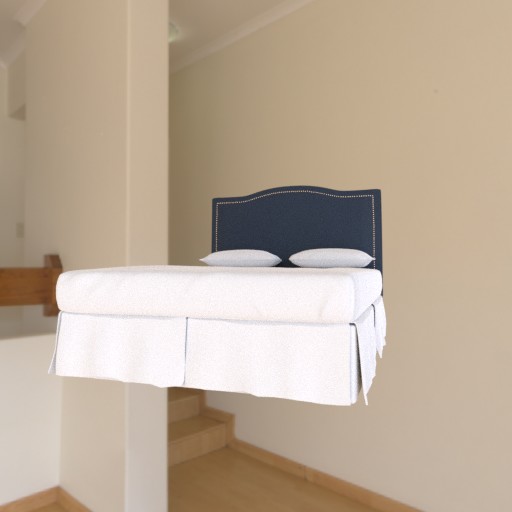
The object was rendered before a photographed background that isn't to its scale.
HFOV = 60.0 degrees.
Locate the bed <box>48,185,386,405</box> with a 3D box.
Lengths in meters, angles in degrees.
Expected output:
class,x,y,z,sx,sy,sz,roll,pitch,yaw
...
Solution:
class,x,y,z,sx,sy,sz,roll,pitch,yaw
bed,0.000,0.000,3.340,1.821,1.436,2.282,0,-2,19
